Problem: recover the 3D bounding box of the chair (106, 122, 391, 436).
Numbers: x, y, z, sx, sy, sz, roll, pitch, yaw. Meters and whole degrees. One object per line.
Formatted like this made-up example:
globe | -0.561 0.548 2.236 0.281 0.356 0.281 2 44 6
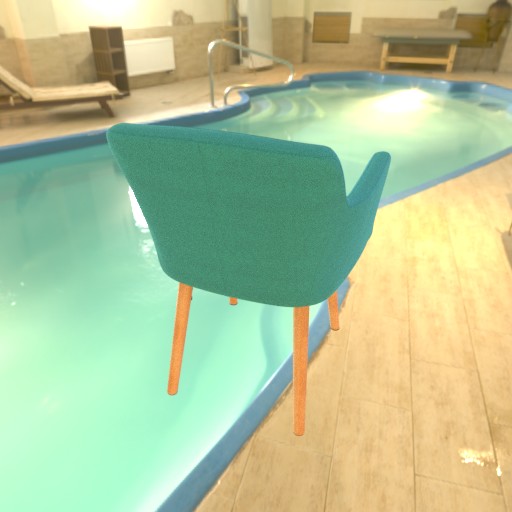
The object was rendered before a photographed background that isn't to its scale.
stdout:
chair | 0.000 0.000 1.158 0.570 0.780 0.540 11 33 18
